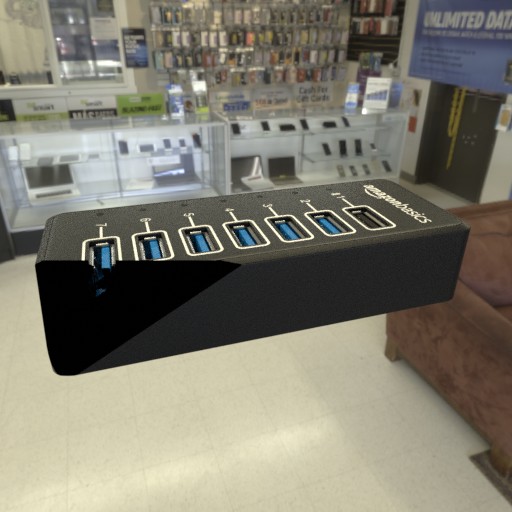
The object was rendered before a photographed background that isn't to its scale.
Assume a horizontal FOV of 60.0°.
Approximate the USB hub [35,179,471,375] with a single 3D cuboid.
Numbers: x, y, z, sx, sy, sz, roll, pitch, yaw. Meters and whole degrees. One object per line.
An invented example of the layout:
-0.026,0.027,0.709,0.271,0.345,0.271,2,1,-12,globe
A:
0.000,0.000,0.126,0.110,0.023,0.044,-8,29,-15,USB hub
